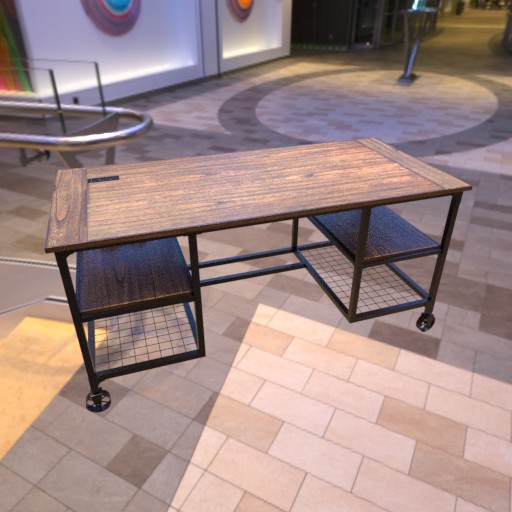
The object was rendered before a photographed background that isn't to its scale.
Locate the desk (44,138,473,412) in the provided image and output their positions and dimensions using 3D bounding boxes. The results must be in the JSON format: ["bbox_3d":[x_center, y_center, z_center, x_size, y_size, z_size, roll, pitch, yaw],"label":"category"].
[{"bbox_3d":[0.000,0.000,2.008,1.590,0.751,0.711,-10,32,-16],"label":"desk"}]
